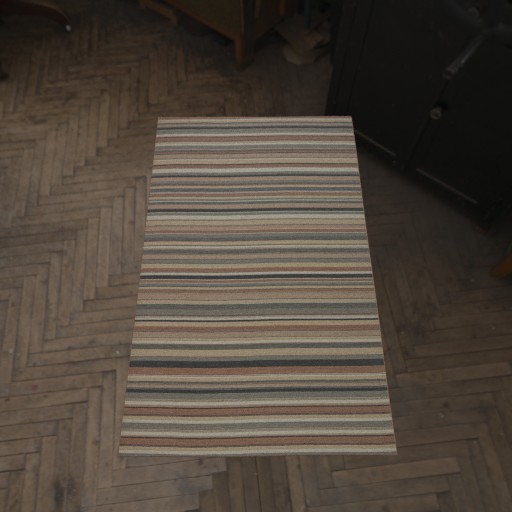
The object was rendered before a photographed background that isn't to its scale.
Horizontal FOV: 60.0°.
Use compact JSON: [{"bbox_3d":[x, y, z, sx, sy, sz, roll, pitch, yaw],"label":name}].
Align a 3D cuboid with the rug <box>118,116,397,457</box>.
[{"bbox_3d":[0.000,0.000,2.952,1.523,0.014,2.438,0,64,0],"label":"rug"}]
